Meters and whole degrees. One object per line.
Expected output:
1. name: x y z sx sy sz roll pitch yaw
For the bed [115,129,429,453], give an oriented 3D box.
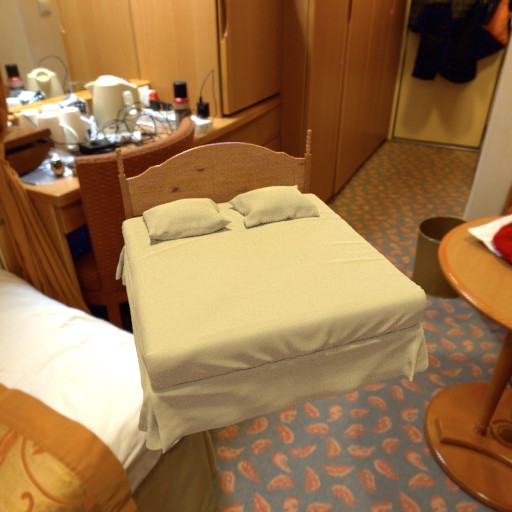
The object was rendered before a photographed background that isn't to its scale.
1. bed: 0.000 0.000 3.669 2.322 1.355 2.219 -10 33 -16
